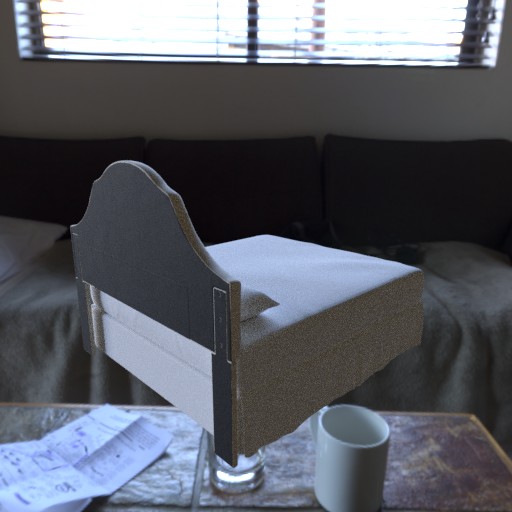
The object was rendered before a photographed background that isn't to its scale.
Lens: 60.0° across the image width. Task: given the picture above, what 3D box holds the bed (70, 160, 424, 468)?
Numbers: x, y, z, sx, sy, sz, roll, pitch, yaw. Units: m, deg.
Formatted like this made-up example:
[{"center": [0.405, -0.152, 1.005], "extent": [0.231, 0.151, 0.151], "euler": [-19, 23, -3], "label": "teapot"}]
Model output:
[{"center": [0.000, 0.000, 3.634], "extent": [2.214, 1.615, 2.008], "euler": [-14, 21, -42], "label": "bed"}]
